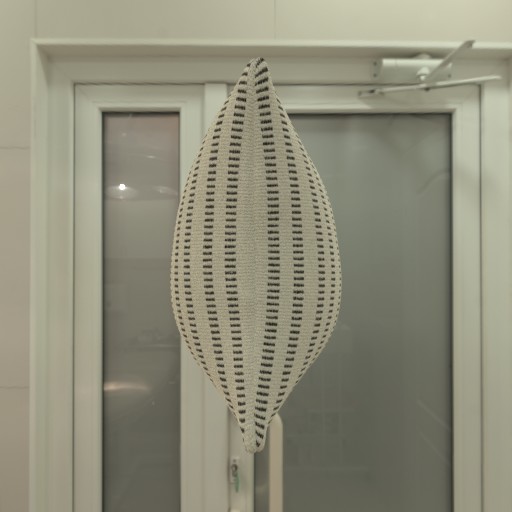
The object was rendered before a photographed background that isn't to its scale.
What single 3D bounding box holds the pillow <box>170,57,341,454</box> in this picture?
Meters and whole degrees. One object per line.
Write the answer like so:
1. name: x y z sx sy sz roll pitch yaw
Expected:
1. pillow: 0.000 0.000 0.678 0.247 0.419 0.438 0 0 0
